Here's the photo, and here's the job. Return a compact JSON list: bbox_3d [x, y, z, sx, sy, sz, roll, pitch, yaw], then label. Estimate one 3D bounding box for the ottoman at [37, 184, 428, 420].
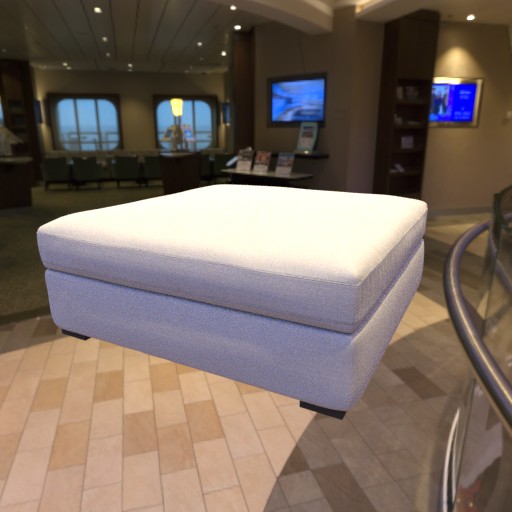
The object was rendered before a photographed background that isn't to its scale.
[{"bbox_3d":[0.000,0.000,1.790,1.167,0.482,1.163,9,19,27],"label":"ottoman"}]
